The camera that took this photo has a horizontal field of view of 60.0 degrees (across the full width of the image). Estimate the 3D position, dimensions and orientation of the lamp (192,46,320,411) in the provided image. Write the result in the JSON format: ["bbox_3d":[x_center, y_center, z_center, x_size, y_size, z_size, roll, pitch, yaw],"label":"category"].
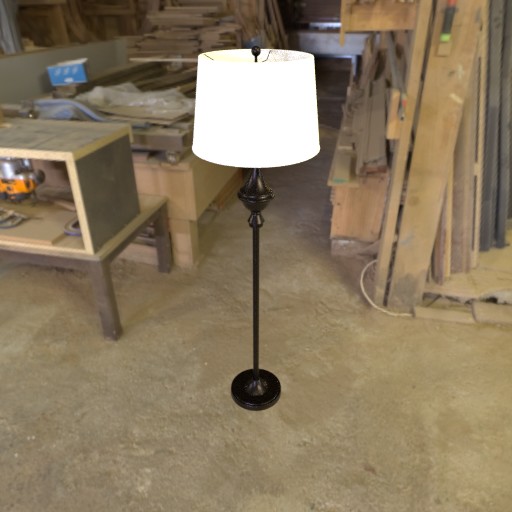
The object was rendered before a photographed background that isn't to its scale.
[{"bbox_3d":[0.000,0.000,1.725,0.431,1.484,0.431,0,31,0],"label":"lamp"}]
